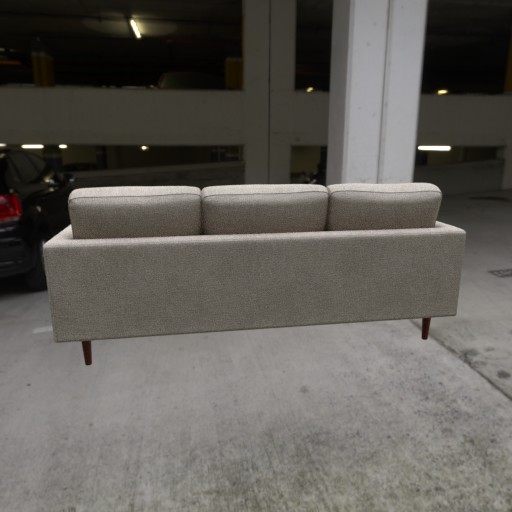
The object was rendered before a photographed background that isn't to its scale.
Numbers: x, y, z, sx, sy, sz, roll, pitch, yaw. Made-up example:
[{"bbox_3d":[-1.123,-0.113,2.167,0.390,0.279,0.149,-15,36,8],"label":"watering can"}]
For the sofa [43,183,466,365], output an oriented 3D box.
[{"bbox_3d":[0.000,0.000,2.754,2.246,0.930,0.903,-2,15,-9],"label":"sofa"}]
